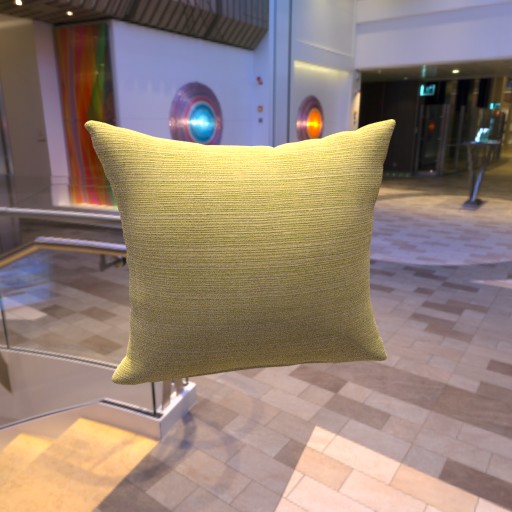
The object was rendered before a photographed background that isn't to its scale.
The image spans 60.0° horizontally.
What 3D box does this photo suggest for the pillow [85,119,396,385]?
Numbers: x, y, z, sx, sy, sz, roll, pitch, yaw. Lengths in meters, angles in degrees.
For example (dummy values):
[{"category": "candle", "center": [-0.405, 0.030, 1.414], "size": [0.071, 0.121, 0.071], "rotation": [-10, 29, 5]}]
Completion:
[{"category": "pillow", "center": [0.000, 0.000, 0.824], "size": [0.560, 0.487, 0.229], "rotation": [-3, 16, -10]}]
